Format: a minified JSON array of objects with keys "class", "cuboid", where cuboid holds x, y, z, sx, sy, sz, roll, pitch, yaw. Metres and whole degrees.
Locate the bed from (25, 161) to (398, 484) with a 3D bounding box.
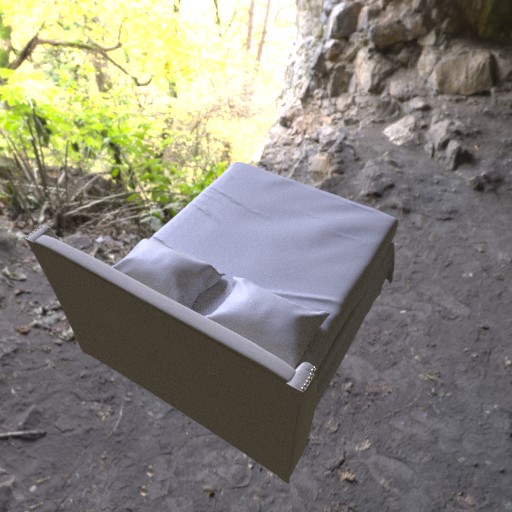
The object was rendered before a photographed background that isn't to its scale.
[{"class":"bed","cuboid":[0.000,0.000,3.442,1.925,1.332,2.276,24,51,21]}]
